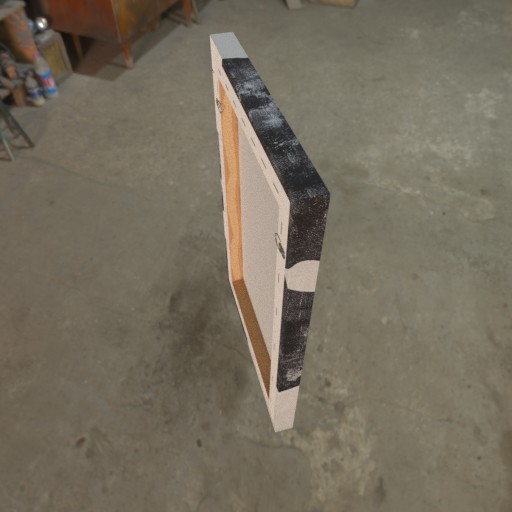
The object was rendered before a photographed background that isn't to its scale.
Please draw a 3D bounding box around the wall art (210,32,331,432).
[{"bbox_3d":[0.000,0.000,0.791,0.039,0.610,0.407,-12,49,-10],"label":"wall art"}]
